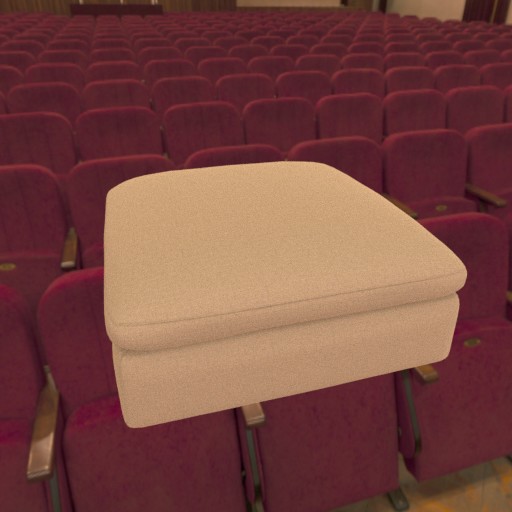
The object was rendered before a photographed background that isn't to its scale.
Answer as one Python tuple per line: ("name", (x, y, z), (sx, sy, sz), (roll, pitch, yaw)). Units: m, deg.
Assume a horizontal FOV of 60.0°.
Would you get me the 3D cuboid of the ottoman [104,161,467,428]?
("ottoman", (0.000, 0.000, 1.538), (0.977, 0.467, 0.996), (-8, 29, -14))
